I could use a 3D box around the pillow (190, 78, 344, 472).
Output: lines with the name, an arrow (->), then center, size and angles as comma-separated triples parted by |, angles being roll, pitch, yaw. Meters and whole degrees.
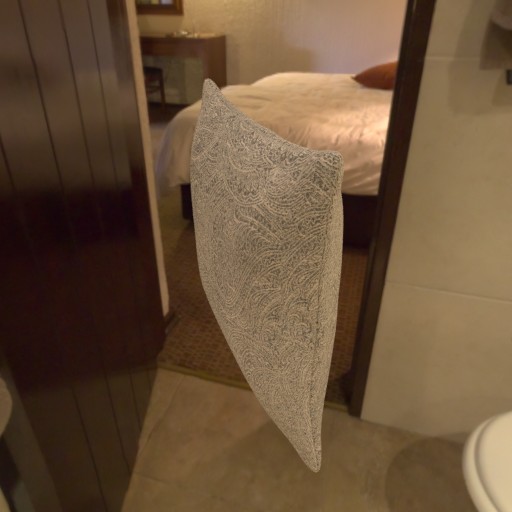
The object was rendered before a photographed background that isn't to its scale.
pillow -> 0.000, 0.000, 0.772 | 0.166, 0.510, 0.523 | -10, 32, -17
